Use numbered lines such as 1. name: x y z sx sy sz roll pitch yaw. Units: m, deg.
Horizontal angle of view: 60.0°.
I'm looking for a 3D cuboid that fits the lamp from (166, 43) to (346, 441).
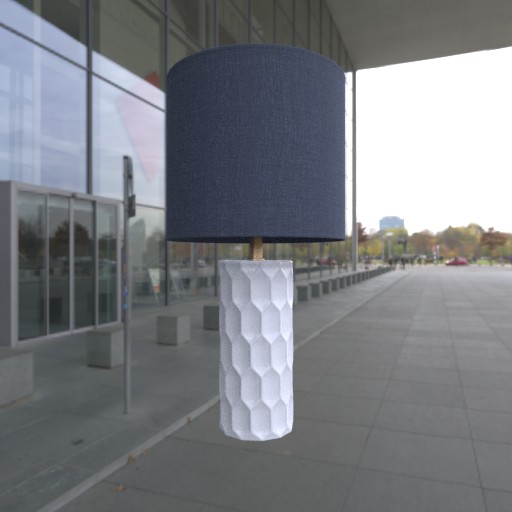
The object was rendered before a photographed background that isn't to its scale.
1. lamp: 0.000 0.000 0.697 0.277 0.537 0.277 0 0 37
